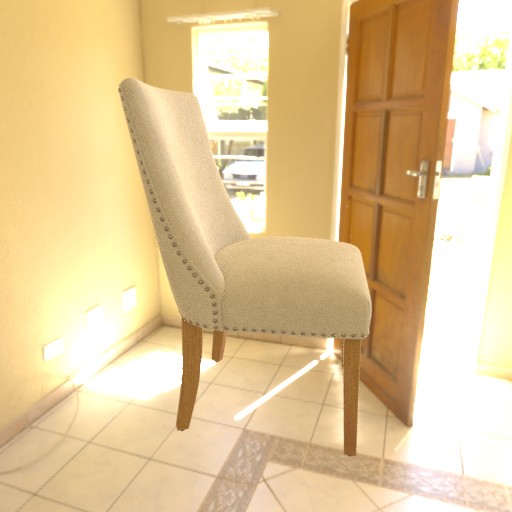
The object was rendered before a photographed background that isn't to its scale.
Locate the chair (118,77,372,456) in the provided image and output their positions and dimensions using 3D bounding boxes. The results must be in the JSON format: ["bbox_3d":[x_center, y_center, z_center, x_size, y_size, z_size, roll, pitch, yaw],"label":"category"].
[{"bbox_3d":[0.000,0.000,1.246,0.610,0.902,0.495,3,16,9],"label":"chair"}]
